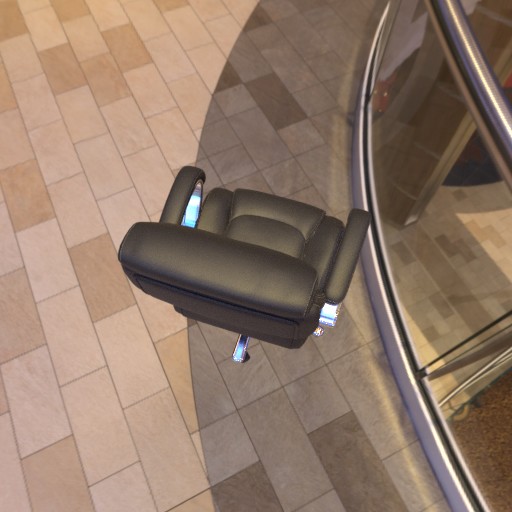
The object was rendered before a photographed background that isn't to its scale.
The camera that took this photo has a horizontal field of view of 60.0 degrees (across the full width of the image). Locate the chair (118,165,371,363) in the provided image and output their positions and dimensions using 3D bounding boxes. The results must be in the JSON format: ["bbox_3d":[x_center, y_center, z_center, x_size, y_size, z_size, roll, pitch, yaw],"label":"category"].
[{"bbox_3d":[0.000,0.000,1.698,0.755,1.183,0.790,16,64,8],"label":"chair"}]
